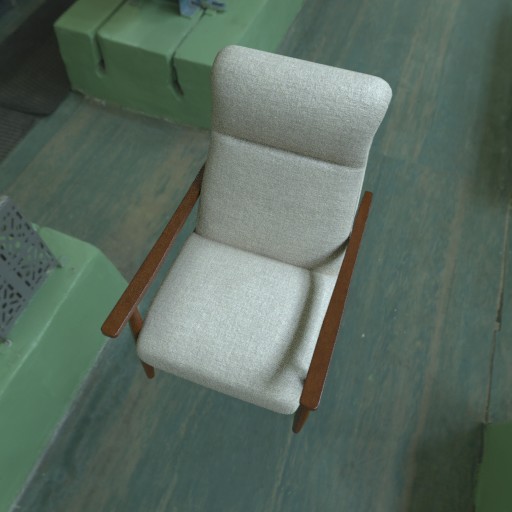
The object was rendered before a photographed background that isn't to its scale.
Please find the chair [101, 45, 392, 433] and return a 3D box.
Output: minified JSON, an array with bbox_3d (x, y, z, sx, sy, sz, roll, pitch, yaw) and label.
[{"bbox_3d":[0.000,0.000,1.741,0.762,1.082,1.014,17,61,10],"label":"chair"}]
